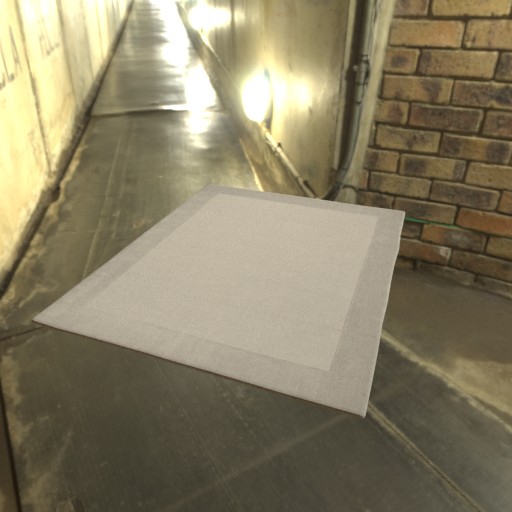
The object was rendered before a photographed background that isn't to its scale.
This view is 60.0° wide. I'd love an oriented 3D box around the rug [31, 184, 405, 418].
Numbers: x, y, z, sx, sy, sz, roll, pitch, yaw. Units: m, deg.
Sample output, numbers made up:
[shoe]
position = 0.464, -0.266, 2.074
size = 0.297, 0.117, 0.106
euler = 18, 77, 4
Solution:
[rug]
position = 0.000, 0.000, 4.064
size = 2.430, 0.018, 2.976
euler = 11, 32, 18
